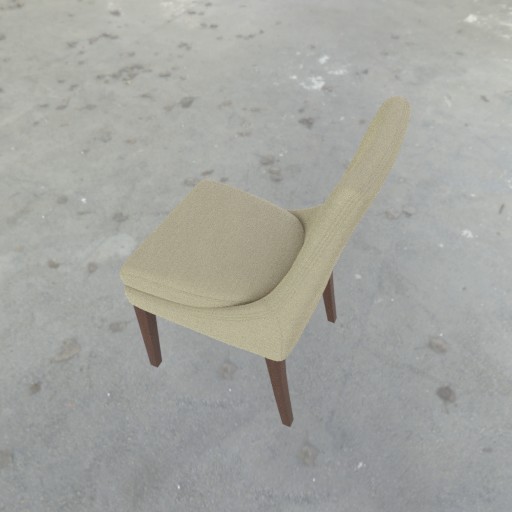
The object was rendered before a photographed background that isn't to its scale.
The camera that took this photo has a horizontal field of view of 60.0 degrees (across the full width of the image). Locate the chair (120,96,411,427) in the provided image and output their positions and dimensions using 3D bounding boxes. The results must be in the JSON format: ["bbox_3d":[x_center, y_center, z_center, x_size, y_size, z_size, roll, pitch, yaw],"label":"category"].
[{"bbox_3d":[0.000,0.000,1.312,0.638,0.940,0.515,19,49,17],"label":"chair"}]
